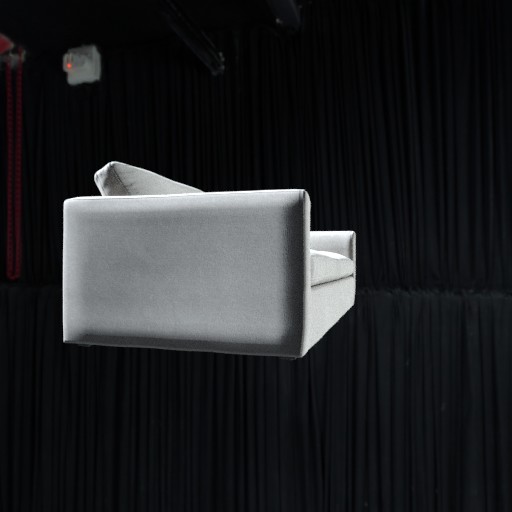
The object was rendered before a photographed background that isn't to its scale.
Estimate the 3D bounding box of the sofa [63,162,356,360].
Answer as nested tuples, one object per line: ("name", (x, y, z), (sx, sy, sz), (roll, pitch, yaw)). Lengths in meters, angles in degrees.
("sofa", (0.000, 0.000, 2.831), (1.090, 0.838, 2.588), (0, -1, 17))
